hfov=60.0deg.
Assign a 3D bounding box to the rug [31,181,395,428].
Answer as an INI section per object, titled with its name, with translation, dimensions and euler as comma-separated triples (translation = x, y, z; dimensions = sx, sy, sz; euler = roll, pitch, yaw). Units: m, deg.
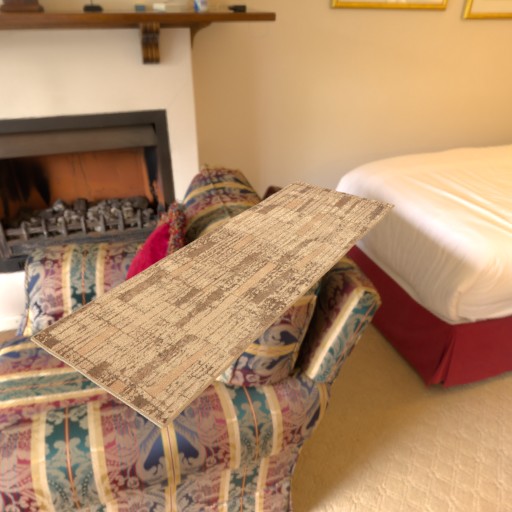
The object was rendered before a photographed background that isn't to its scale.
[rug]
translation = 0.000, 0.000, 2.640
dimensions = 0.857, 0.018, 2.383
euler = 20, 36, 30
